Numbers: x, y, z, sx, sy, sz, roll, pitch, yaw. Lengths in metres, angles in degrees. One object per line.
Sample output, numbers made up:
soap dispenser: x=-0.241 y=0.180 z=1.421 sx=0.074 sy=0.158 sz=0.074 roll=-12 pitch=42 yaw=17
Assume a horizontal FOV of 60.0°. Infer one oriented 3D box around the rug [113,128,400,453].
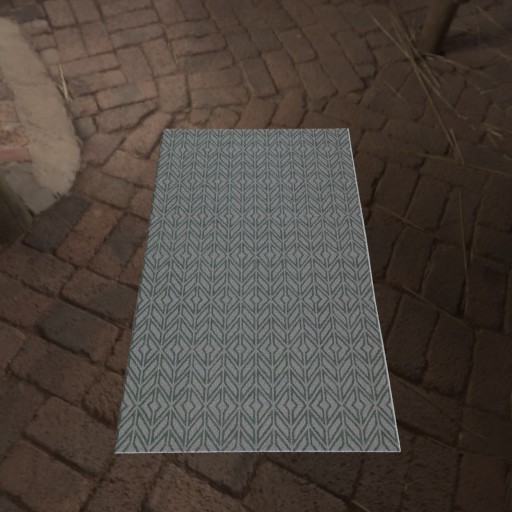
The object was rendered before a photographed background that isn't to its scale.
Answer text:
rug: x=0.000 y=0.000 z=2.976 sx=1.517 sy=0.011 sz=2.435 roll=0 pitch=58 yaw=0
